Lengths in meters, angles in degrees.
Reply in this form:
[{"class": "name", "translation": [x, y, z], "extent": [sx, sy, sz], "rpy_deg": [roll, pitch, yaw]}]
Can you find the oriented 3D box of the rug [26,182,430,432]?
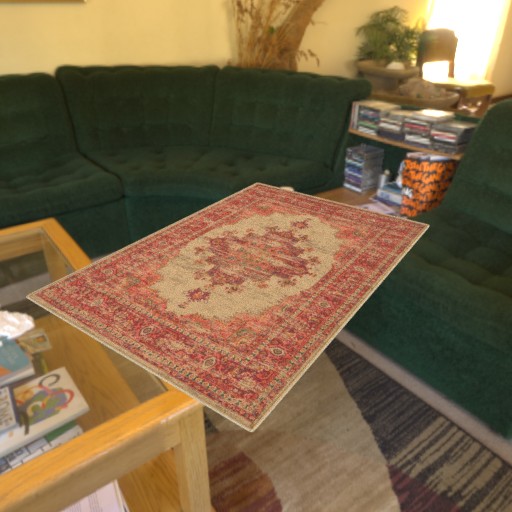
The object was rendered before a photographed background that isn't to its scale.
[{"class": "rug", "translation": [0.000, 0.000, 2.857], "extent": [1.555, 0.011, 2.232], "rpy_deg": [19, 35, 30]}]
